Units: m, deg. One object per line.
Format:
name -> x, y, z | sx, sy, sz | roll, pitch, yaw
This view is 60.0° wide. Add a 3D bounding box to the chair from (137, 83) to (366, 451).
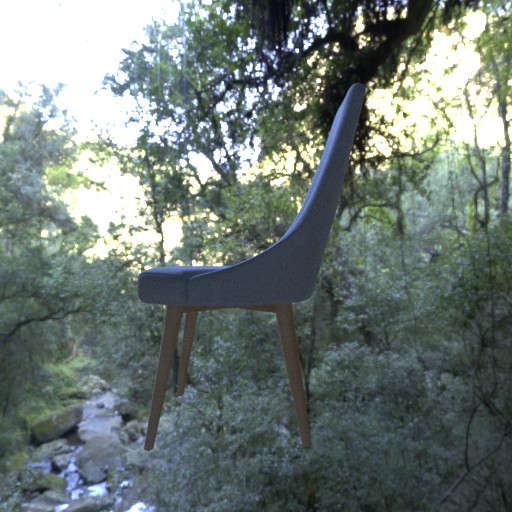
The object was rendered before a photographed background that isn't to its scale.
chair -> 0.000, 0.000, 1.414 | 0.660, 1.040, 0.510 | 0, 0, 1
